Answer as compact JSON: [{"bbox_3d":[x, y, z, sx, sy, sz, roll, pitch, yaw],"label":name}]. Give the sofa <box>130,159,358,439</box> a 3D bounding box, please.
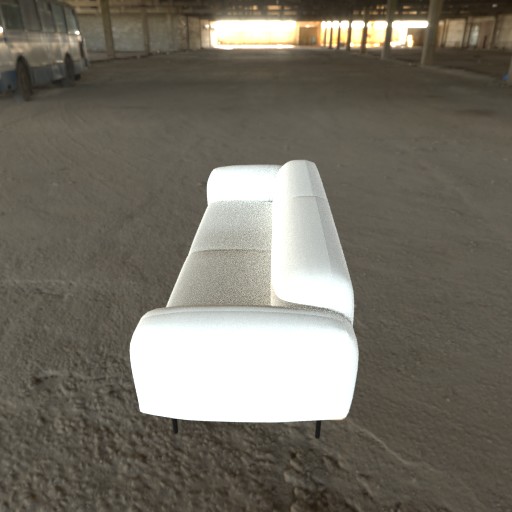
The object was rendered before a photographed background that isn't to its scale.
[{"bbox_3d":[0.000,0.000,2.665,0.870,0.780,2.280,1,26,2],"label":"sofa"}]
